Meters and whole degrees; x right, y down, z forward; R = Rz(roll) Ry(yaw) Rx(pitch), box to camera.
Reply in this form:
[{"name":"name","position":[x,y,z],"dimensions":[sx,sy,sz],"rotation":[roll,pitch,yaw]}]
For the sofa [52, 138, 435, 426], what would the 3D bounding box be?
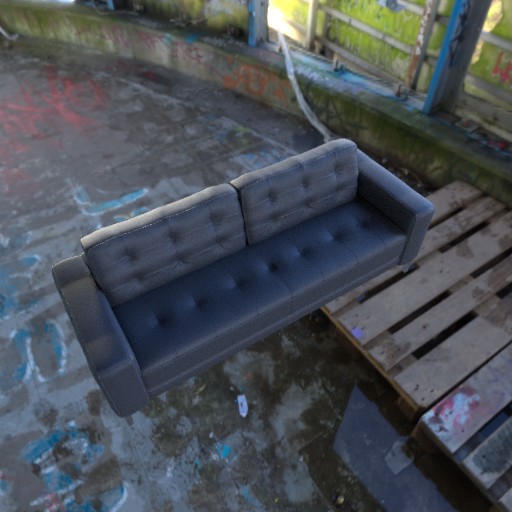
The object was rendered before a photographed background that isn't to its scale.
[{"name":"sofa","position":[0.000,0.000,2.812],"dimensions":[2.275,0.893,0.833],"rotation":[-25,52,-21]}]
